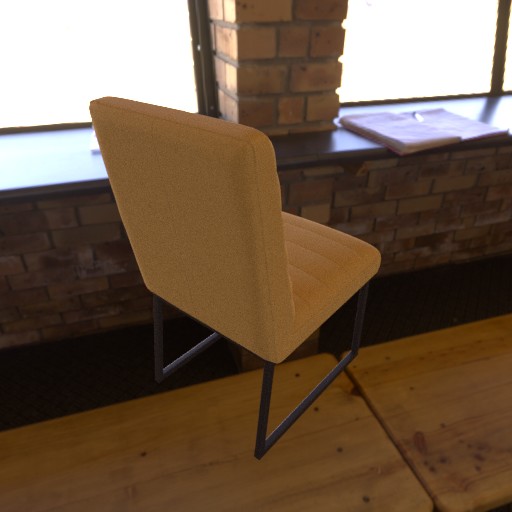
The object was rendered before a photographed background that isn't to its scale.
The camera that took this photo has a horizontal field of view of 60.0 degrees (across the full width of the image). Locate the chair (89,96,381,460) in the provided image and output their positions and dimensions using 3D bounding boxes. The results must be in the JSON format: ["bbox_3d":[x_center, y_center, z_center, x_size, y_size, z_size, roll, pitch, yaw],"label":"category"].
[{"bbox_3d":[0.000,0.000,1.305,0.520,0.930,0.634,24,38,34],"label":"chair"}]
